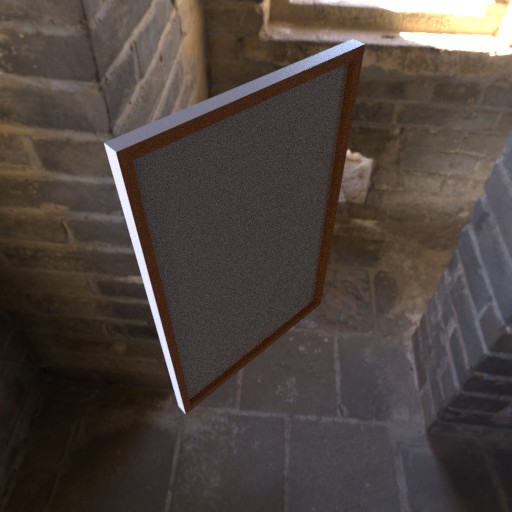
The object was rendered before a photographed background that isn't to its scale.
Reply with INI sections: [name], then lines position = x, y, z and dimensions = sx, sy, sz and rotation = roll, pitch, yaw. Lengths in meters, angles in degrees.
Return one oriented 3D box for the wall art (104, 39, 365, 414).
[wall art]
position = 0.000, 0.000, 0.764
dimensions = 0.405, 0.608, 0.025
rotation = -34, 55, -28
